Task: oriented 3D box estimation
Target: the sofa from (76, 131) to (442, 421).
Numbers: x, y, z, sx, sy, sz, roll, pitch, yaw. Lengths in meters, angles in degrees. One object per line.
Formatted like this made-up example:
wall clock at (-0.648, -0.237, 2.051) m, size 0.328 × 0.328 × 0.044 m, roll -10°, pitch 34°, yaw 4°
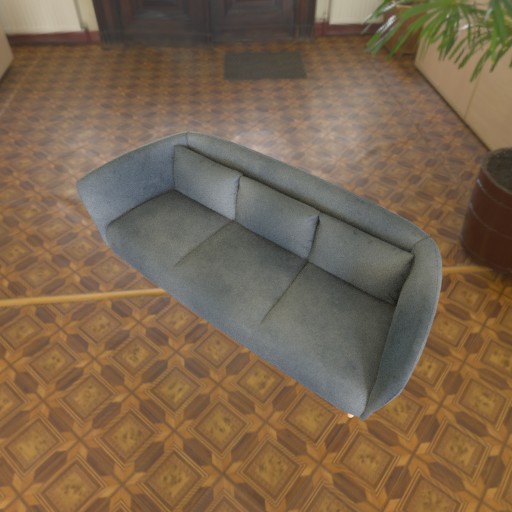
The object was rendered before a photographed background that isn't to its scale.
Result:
sofa at (0.000, 0.000, 2.561) m, size 2.095 × 0.795 × 0.849 m, roll 30°, pitch 52°, yaw 26°
